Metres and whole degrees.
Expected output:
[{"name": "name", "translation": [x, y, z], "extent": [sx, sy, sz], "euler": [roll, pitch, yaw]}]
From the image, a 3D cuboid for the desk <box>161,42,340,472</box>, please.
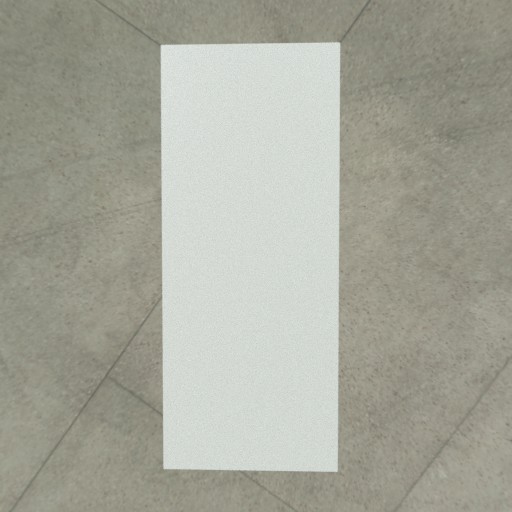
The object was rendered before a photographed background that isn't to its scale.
[{"name": "desk", "translation": [0.000, 0.000, 1.615], "extent": [0.504, 0.762, 1.191], "euler": [0, 92, 2]}]
